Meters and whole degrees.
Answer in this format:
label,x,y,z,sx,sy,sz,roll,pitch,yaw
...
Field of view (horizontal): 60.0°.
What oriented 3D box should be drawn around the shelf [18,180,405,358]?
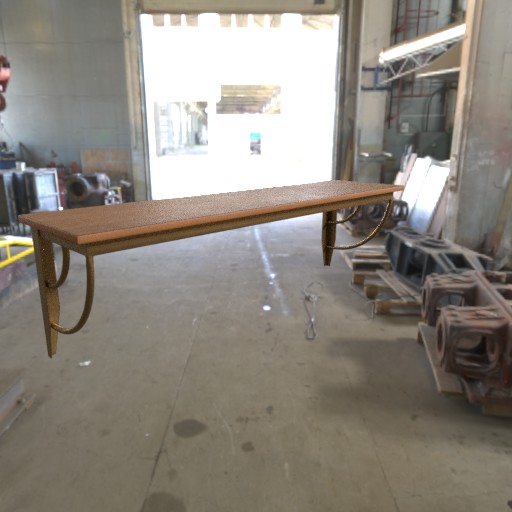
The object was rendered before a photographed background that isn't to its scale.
label,x,y,z,sx,sy,sz,roll,pitch,yaw
shelf,0.000,0.000,0.713,0.636,0.190,0.166,-14,21,-43
